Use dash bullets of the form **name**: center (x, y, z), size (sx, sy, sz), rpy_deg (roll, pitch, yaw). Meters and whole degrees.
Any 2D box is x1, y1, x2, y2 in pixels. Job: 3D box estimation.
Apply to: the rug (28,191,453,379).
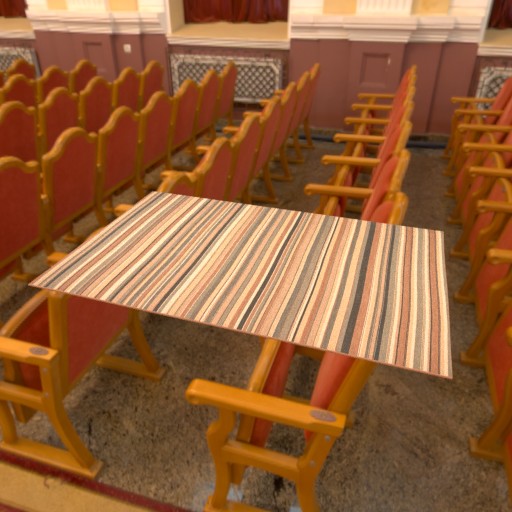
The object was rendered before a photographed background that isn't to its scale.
- **rug**: center (0.000, 0.000, 3.007), size (2.438, 0.014, 1.523), rpy_deg (10, 33, 16)
